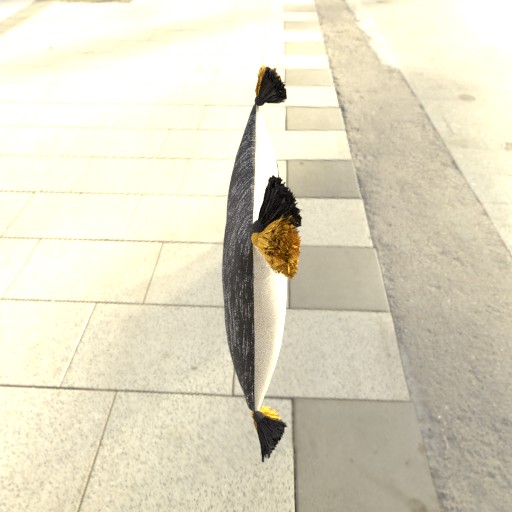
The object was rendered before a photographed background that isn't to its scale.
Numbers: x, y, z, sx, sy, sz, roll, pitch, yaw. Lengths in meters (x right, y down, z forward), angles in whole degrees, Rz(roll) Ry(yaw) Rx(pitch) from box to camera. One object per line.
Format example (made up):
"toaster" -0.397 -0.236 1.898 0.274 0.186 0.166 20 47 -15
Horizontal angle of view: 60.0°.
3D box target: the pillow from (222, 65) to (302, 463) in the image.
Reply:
"pillow" 0.000 0.000 0.964 0.139 0.659 0.654 0 41 0
